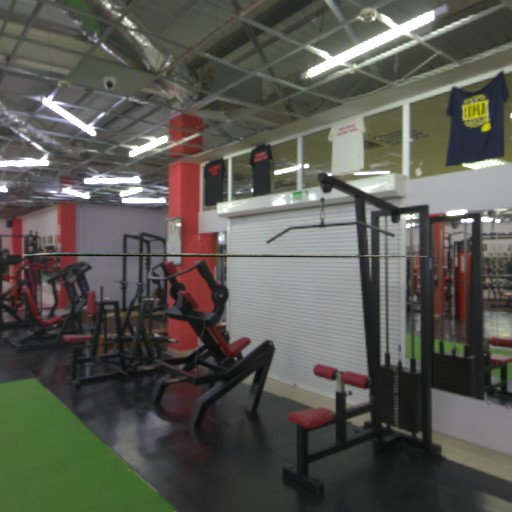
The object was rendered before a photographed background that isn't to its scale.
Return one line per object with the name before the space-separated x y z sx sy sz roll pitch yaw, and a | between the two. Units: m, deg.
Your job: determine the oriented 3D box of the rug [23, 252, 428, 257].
rug | 0.000 0.000 2.708 2.437 0.008 0.774 0 -1 -36
